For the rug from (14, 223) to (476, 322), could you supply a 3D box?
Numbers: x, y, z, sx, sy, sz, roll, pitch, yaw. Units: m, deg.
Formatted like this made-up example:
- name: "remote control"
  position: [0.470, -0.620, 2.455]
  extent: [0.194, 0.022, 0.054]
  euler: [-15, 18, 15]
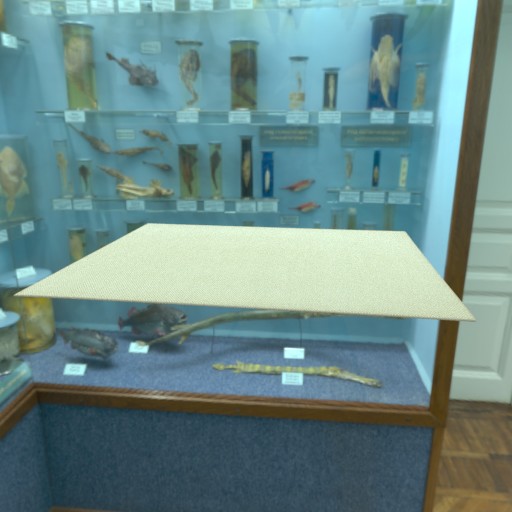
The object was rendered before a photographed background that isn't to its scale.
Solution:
- name: "rug"
  position: [0.000, 0.000, 4.031]
  extent: [3.039, 0.018, 2.462]
  euler: [2, 16, 8]
